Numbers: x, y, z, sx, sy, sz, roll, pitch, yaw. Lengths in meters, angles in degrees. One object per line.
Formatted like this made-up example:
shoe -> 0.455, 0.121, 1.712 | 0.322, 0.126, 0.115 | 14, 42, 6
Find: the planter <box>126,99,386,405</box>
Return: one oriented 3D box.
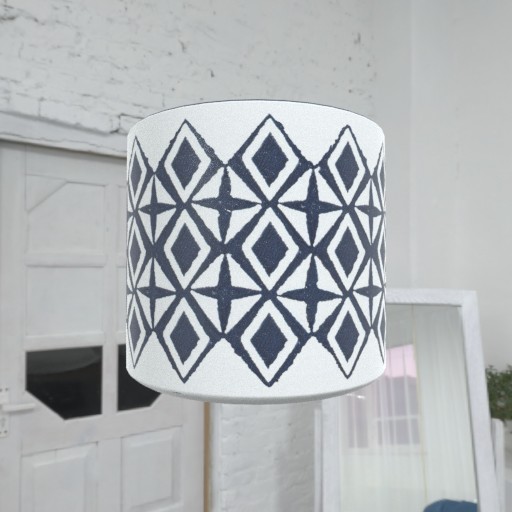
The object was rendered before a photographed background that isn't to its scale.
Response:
planter -> 0.000, 0.000, 0.324 | 0.182, 0.165, 0.182 | 0, -1, 0
